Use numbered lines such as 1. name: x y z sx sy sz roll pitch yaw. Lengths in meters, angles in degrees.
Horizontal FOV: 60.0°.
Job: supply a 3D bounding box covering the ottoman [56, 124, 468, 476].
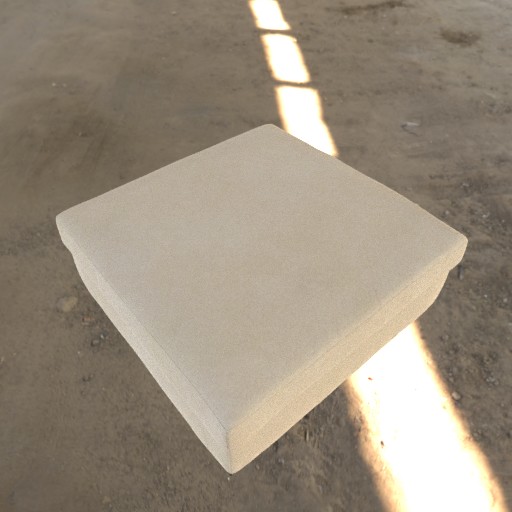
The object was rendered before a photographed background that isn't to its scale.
1. ottoman: 0.000 0.000 1.867 1.205 0.522 1.190 -31 53 -27
